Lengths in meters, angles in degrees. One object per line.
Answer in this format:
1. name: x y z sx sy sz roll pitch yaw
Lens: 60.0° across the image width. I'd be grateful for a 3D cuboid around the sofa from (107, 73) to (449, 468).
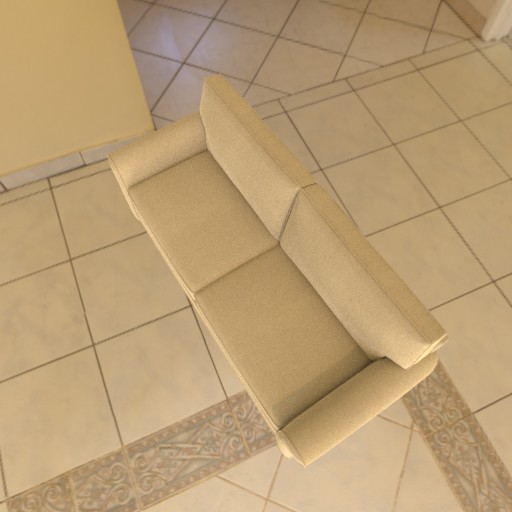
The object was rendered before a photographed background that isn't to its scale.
1. sofa: 0.000 0.000 2.618 0.901 0.962 2.146 -30 67 -14
